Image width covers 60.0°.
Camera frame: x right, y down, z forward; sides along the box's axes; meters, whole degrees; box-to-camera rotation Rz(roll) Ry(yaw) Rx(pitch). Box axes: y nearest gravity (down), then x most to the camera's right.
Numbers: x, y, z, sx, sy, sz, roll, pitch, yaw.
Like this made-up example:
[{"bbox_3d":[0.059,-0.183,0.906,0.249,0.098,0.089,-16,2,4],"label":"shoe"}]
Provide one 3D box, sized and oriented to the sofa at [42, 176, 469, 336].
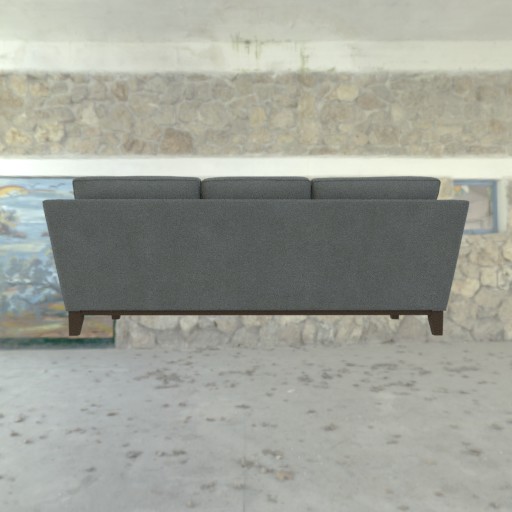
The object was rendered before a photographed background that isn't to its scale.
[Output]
[{"bbox_3d":[0.000,0.000,2.939,2.387,0.940,0.965,0,-1,0],"label":"sofa"}]
